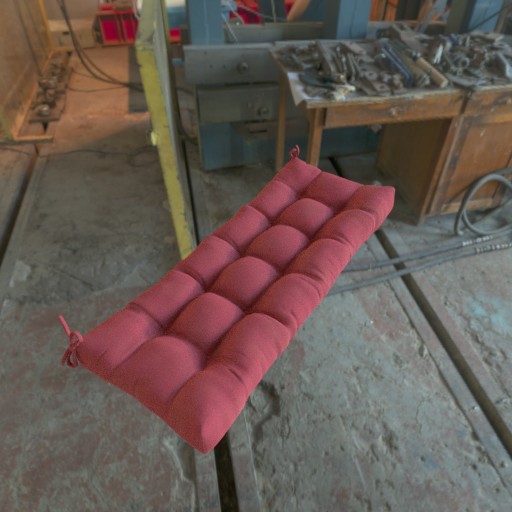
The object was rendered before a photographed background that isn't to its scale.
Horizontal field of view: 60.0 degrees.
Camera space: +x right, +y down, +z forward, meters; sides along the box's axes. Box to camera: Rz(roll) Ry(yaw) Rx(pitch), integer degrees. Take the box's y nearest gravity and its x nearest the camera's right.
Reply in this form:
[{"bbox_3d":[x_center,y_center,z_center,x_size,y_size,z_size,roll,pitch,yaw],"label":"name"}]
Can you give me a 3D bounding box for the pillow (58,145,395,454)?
[{"bbox_3d":[0.000,0.000,1.398,0.511,0.174,1.194,25,48,24],"label":"pillow"}]
